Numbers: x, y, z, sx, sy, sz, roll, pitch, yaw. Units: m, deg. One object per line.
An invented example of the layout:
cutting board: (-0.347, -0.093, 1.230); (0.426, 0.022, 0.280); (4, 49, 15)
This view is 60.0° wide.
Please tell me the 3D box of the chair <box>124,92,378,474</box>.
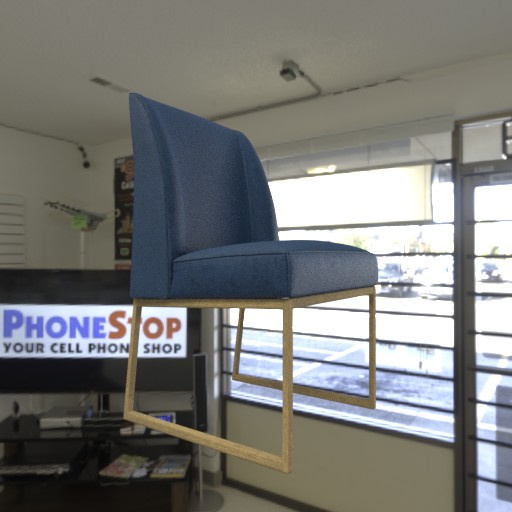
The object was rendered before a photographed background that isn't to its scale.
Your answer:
chair: (0.000, 0.000, 1.210); (0.522, 0.863, 0.508); (0, 0, 36)
